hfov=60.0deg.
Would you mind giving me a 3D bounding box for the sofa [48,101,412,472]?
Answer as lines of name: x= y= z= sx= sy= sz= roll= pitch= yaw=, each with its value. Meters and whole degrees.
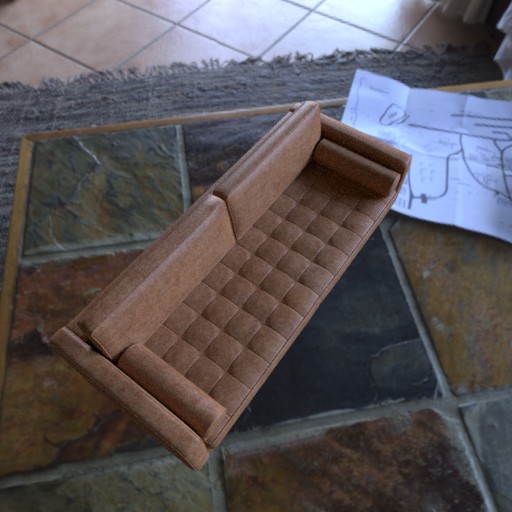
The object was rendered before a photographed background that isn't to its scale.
sofa: x=0.000 y=0.000 z=2.615 sx=0.919 sy=0.770 sz=2.200 roll=32 pitch=63 yaw=19
